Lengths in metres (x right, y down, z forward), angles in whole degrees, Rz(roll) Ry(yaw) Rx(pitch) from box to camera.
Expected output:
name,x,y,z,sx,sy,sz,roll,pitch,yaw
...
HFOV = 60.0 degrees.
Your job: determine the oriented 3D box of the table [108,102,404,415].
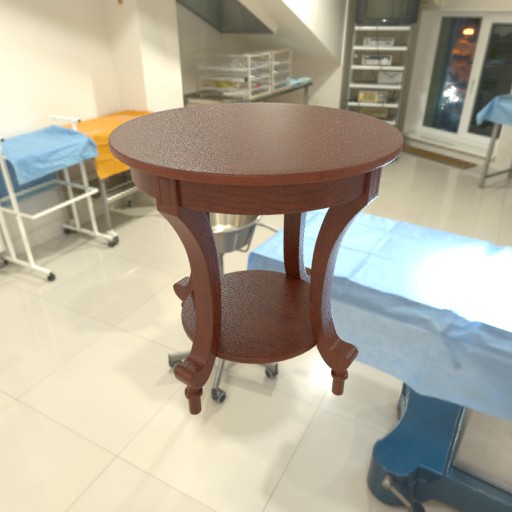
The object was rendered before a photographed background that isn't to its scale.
name,x,y,z,sx,sy,sz,roll,pitch,yaw
table,0.000,0.000,1.079,0.597,0.612,0.597,0,29,0
